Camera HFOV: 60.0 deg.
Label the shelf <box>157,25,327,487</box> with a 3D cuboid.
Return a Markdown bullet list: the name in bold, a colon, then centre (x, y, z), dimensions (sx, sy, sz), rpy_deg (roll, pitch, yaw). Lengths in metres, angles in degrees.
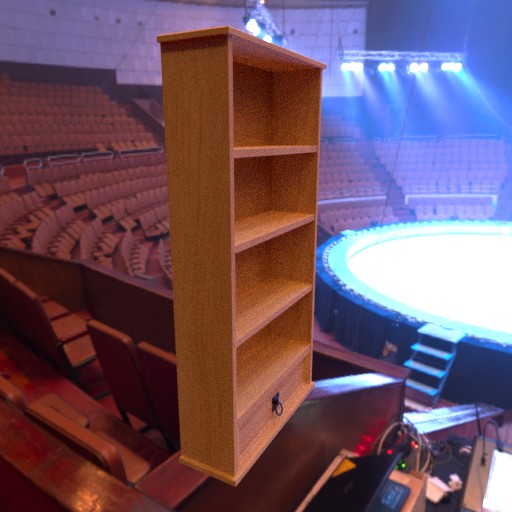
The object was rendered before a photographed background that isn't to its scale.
- **shelf**: centre (0.000, 0.000, 1.212), dimensions (0.175, 1.030, 0.520), rpy_deg (8, 17, 28)
